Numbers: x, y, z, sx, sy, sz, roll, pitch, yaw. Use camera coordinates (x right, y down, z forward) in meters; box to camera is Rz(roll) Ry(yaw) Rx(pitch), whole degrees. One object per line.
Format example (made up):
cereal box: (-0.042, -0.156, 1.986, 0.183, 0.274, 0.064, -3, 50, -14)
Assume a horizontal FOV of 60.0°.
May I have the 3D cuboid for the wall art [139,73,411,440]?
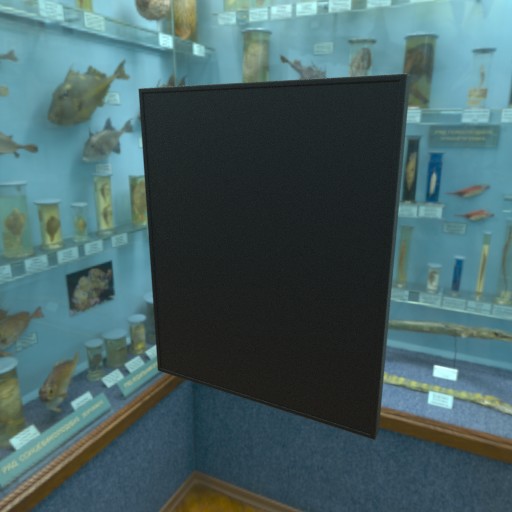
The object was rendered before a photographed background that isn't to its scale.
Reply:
wall art: (0.000, 0.000, 0.754, 0.451, 0.551, 0.028, 8, 18, 27)
